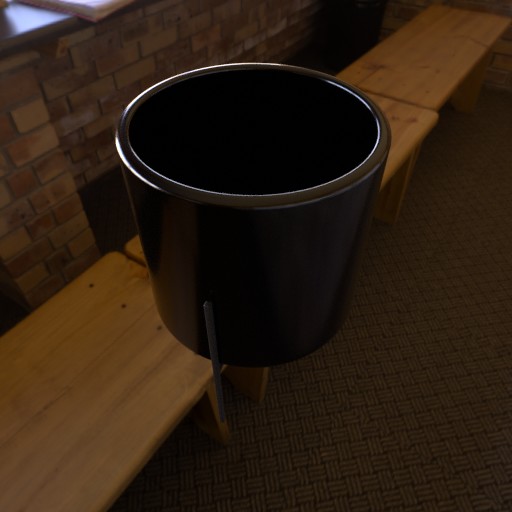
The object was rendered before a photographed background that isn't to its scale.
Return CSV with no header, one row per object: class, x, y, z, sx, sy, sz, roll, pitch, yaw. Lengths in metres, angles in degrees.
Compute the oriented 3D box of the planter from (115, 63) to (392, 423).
planter,0.000,0.000,0.640,0.310,0.432,0.310,2,46,2
